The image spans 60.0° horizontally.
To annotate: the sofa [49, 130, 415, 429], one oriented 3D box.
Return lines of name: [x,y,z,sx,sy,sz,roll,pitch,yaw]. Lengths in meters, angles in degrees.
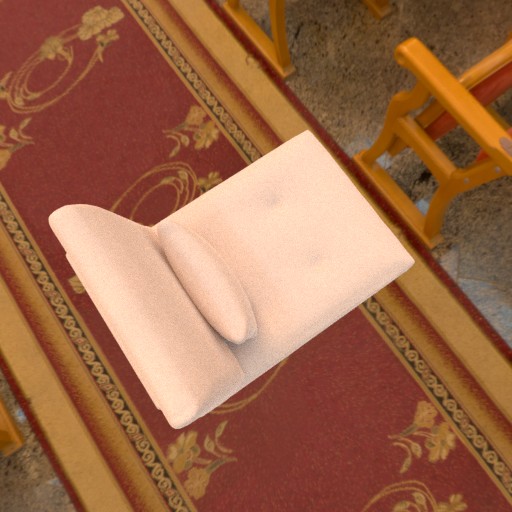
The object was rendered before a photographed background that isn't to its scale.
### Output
sofa: [0.000,0.000,1.580,1.000,0.820,0.700,-34,78,-8]
